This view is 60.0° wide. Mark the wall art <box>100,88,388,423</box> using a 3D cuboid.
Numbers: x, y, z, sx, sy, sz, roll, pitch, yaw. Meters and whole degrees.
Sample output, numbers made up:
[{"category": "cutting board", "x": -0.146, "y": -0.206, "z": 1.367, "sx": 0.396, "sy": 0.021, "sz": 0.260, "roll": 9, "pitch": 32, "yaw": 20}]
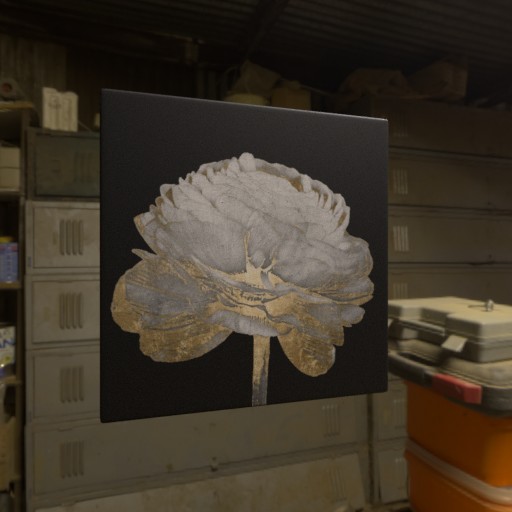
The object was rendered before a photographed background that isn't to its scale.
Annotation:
[{"category": "wall art", "x": 0.000, "y": 0.000, "z": 0.919, "sx": 0.610, "sy": 0.611, "sz": 0.043, "roll": 0, "pitch": 0, "yaw": -18}]
